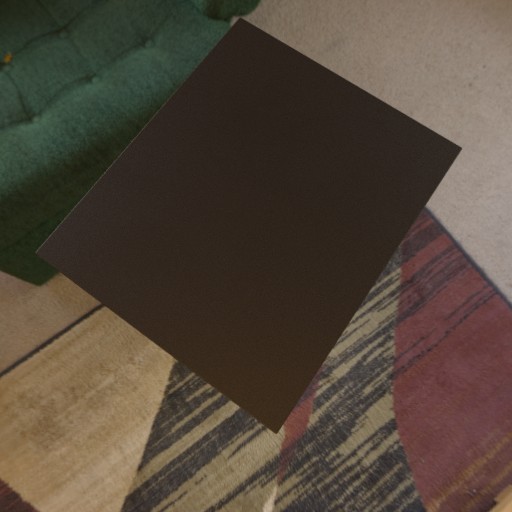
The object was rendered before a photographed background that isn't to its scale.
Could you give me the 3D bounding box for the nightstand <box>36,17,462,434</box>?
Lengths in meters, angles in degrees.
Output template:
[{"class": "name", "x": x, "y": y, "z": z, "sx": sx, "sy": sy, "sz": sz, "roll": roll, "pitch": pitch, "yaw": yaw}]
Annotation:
[{"class": "nightstand", "x": 0.000, "y": 0.000, "z": 0.926, "sx": 0.402, "sy": 0.623, "sz": 0.479, "roll": 34, "pitch": 78, "yaw": 9}]
